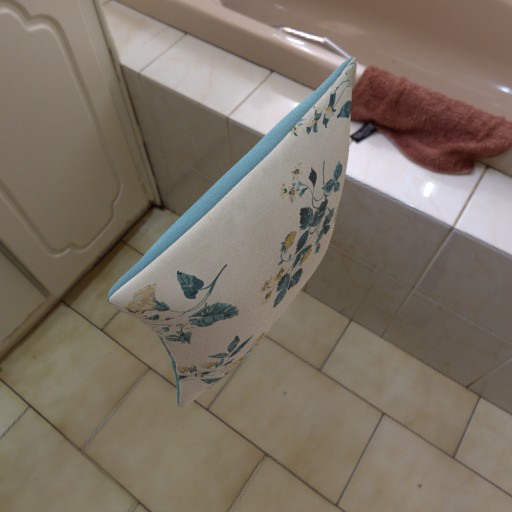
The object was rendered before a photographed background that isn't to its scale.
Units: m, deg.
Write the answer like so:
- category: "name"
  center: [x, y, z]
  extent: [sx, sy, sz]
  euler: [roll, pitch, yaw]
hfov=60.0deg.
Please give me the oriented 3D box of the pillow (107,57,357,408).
- category: "pillow"
  center: [0.000, 0.000, 0.800]
  extent: [0.166, 0.507, 0.526]
  euler: [33, 65, 18]
